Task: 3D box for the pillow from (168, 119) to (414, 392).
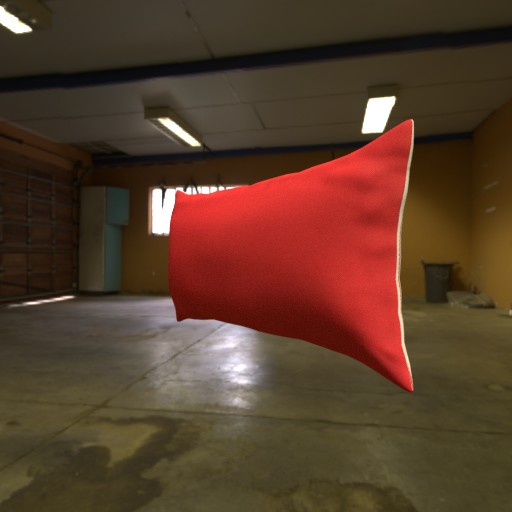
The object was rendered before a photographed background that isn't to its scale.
[{"bbox_3d":[0.000,0.000,0.731,0.151,0.297,0.608,0,0,-35],"label":"pillow"}]
